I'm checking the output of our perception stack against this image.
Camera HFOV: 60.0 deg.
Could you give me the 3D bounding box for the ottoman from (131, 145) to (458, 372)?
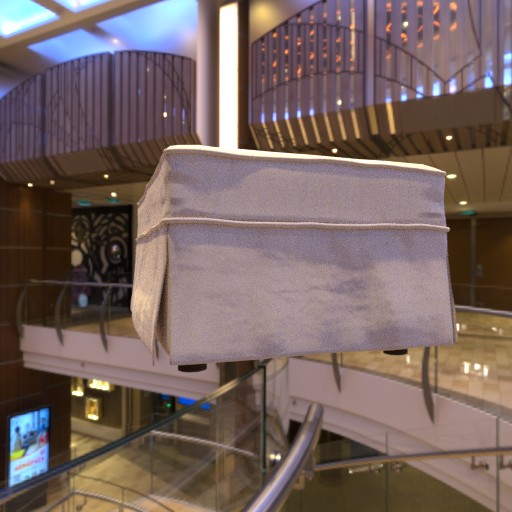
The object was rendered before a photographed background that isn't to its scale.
[{"bbox_3d":[0.000,0.000,1.330,0.703,0.479,0.944,0,0,-19],"label":"ottoman"}]
